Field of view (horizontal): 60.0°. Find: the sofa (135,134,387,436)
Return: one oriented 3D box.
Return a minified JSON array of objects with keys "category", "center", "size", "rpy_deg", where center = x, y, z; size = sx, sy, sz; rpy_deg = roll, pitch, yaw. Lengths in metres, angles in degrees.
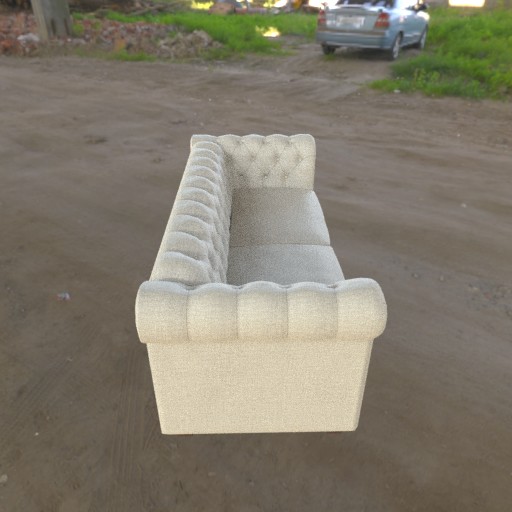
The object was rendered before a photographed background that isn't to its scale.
[{"category":"sofa","center":[0.000,0.000,2.264],"size":[0.783,0.797,1.798],"rpy_deg":[-1,32,-1]}]
